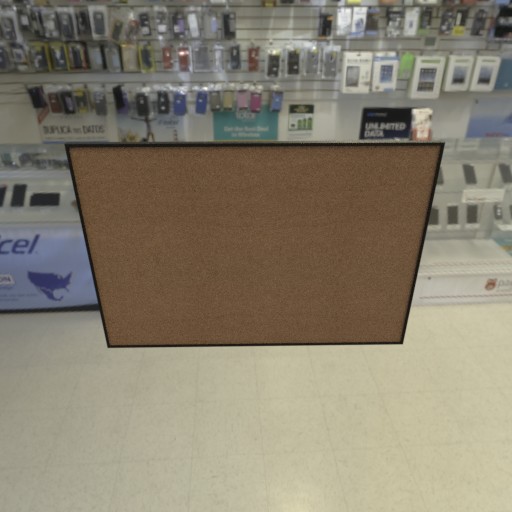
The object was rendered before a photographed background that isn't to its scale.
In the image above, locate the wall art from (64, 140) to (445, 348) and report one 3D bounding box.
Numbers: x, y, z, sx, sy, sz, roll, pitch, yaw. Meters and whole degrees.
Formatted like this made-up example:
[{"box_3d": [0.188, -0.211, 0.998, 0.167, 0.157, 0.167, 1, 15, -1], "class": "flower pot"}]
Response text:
[{"box_3d": [0.000, 0.000, 1.283, 0.957, 0.660, 0.019, -1, 29, -1], "class": "wall art"}]
